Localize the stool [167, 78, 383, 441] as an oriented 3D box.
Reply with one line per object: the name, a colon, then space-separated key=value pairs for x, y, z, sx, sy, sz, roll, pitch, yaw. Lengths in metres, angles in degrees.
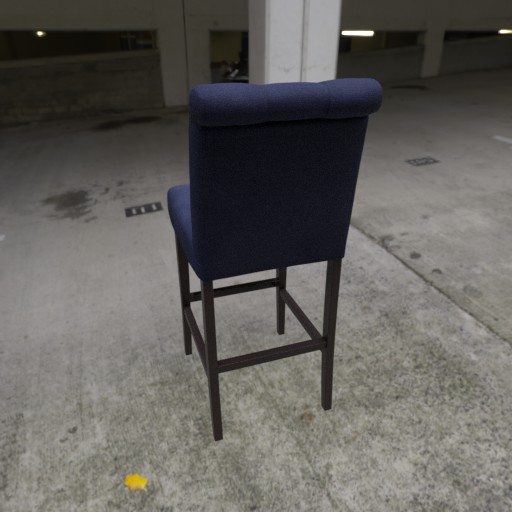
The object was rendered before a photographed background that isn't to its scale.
stool: x=0.000 y=0.000 z=1.481 sx=0.493 sy=1.140 sz=0.601 roll=-9 pitch=29 yaw=-17
